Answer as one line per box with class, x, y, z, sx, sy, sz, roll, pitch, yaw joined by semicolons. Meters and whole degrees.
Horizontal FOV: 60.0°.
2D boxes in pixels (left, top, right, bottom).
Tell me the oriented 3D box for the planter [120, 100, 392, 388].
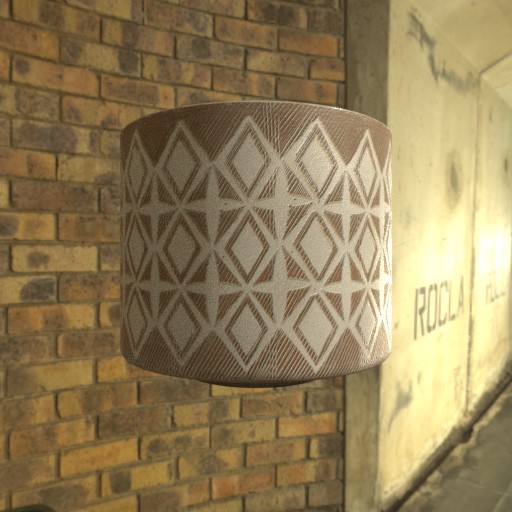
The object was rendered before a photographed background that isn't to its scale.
planter;0.000;0.000;0.329;0.193;0.165;0.193;0;0;0
